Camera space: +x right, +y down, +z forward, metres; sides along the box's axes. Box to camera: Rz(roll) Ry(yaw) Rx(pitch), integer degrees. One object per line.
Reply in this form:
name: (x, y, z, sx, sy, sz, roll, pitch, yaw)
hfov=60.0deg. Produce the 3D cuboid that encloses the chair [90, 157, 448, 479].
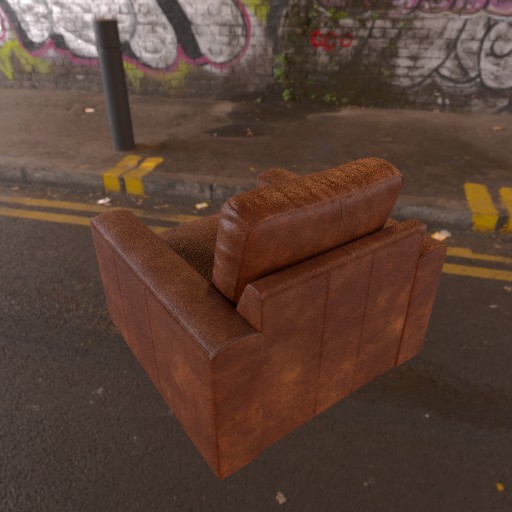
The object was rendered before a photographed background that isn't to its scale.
chair: (0.000, 0.000, 1.771, 1.005, 0.873, 1.016, -20, 37, -30)
